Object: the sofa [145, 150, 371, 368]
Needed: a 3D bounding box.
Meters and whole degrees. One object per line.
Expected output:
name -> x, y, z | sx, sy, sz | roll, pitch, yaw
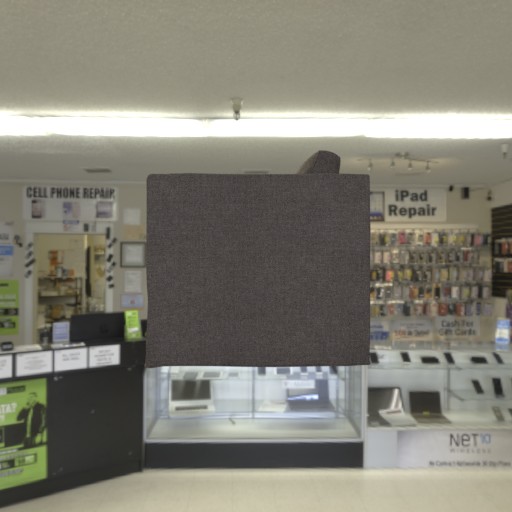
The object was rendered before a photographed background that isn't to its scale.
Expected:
sofa -> 0.000, 0.000, 3.309 | 1.036, 0.998, 2.779 | 0, 0, 0
